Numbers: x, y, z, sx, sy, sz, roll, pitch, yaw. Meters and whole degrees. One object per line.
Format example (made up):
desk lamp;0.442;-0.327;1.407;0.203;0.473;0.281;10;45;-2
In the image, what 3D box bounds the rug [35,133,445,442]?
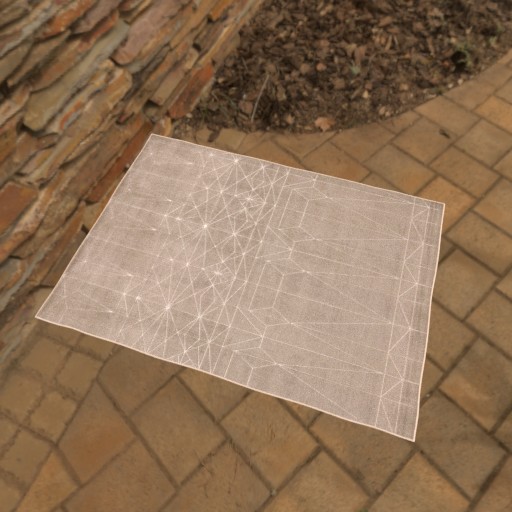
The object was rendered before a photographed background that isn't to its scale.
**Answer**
rug;0.000;0.000;4.279;3.357;0.019;2.449;15;60;9
